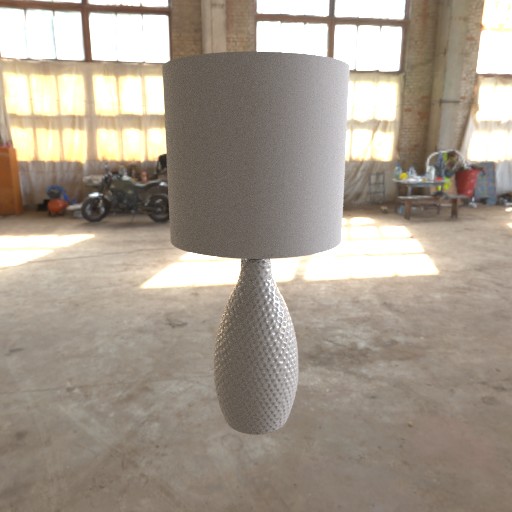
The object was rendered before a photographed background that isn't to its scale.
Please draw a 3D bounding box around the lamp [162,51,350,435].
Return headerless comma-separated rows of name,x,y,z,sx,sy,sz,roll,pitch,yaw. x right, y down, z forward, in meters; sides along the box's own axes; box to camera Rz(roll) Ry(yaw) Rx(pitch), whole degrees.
lamp,0.000,0.000,0.573,0.214,0.466,0.214,2,14,10
